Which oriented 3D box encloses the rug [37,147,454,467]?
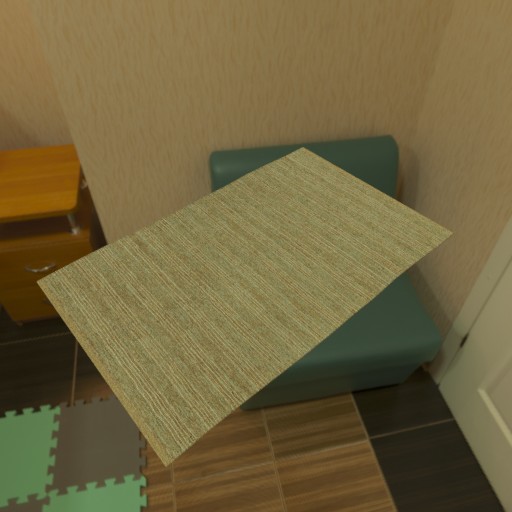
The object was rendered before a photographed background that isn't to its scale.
[{"bbox_3d":[0.000,0.000,3.034,2.448,0.012,1.540,-32,53,-27],"label":"rug"}]
